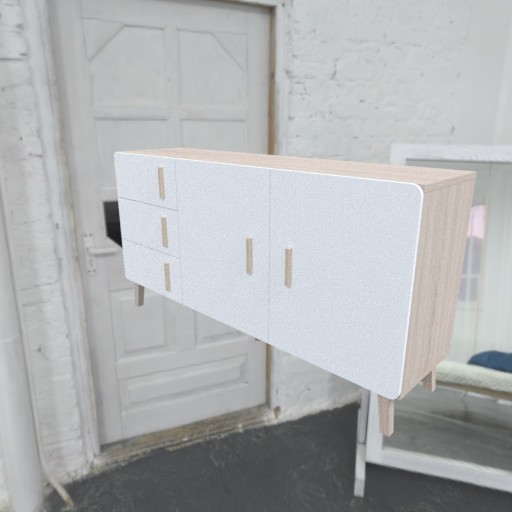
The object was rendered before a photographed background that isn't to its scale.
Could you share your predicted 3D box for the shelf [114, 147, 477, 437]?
[{"bbox_3d":[0.000,0.000,1.829,1.490,0.780,0.400,16,24,41],"label":"shelf"}]
